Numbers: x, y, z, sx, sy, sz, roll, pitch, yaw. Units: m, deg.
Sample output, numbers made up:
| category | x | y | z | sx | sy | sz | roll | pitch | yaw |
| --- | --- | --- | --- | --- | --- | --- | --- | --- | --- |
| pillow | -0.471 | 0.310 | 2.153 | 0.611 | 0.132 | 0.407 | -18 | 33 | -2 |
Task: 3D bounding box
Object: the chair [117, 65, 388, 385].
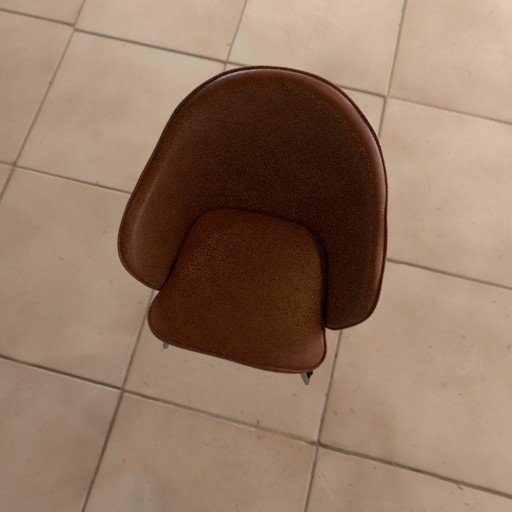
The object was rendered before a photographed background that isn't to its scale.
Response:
| category | x | y | z | sx | sy | sz | roll | pitch | yaw |
| --- | --- | --- | --- | --- | --- | --- | --- | --- | --- |
| chair | 0.000 | 0.000 | 1.184 | 0.582 | 0.785 | 0.580 | 13 | 75 | 3 |
